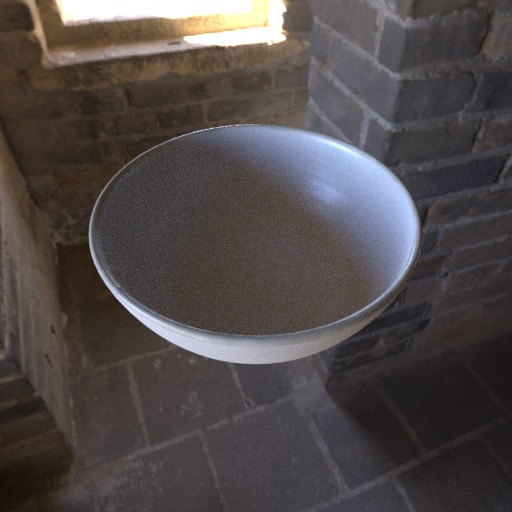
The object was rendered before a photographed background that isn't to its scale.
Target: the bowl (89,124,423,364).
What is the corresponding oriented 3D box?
[{"bbox_3d":[0.000,0.000,0.409,0.268,0.121,0.268,0,45,0],"label":"bowl"}]
